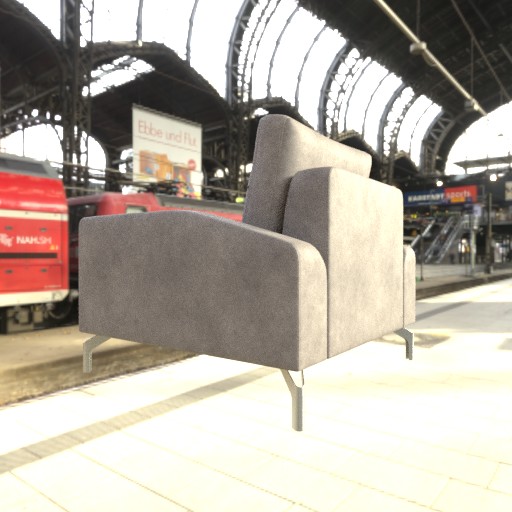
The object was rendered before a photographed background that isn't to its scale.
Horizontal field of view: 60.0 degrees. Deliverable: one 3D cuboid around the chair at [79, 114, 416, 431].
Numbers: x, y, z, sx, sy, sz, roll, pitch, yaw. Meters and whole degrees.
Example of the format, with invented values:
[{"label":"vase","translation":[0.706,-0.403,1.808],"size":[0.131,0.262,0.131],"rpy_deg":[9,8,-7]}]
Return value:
[{"label":"chair","translation":[0.000,0.000,1.624],"size":[0.900,0.800,0.900],"rpy_deg":[0,1,36]}]
